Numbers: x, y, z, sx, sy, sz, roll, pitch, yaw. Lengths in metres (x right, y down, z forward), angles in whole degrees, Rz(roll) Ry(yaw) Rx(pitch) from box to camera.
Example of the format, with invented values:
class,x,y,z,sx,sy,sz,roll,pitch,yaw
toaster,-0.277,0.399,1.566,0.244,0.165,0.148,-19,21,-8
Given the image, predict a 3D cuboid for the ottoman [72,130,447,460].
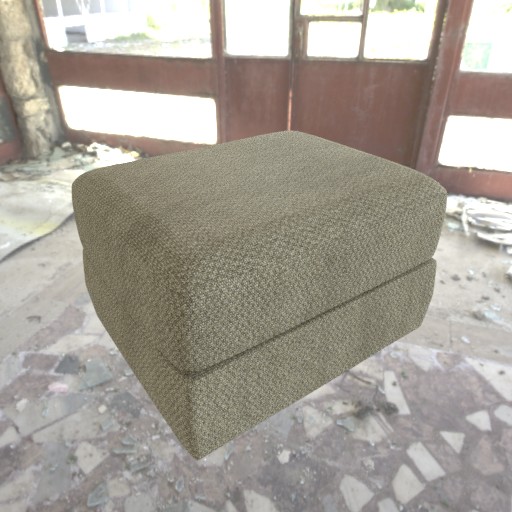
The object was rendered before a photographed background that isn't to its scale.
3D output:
class,x,y,z,sx,sy,sz,roll,pitch,yaw
ottoman,0.000,0.000,1.139,0.751,0.476,0.603,-20,36,-30
